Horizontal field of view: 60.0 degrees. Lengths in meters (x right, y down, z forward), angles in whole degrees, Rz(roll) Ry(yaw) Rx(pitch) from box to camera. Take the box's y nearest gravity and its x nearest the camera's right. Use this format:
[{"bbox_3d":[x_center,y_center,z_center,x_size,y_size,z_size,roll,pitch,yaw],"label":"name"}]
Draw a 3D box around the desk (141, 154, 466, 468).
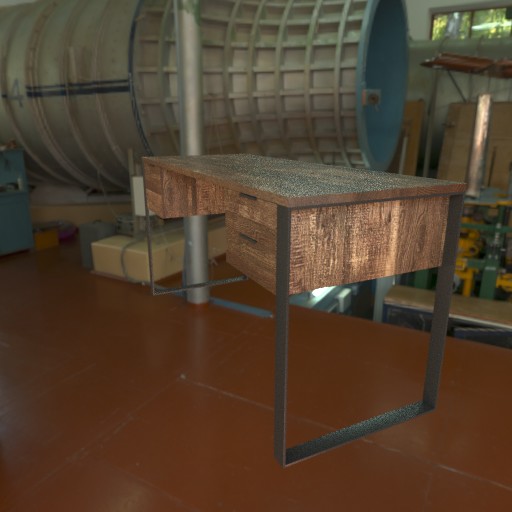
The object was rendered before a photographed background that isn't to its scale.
[{"bbox_3d":[0.000,0.000,1.914,0.599,0.762,1.524,-8,18,-25],"label":"desk"}]
